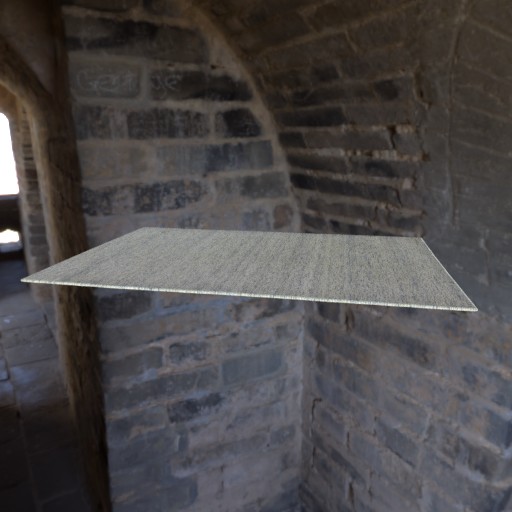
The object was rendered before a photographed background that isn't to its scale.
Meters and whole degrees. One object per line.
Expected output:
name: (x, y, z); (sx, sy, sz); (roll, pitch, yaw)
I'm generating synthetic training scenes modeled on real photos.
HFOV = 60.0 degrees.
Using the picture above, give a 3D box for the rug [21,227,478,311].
rug: (0.000, 0.000, 2.852); (2.263, 0.017, 1.523); (3, 15, 11)
